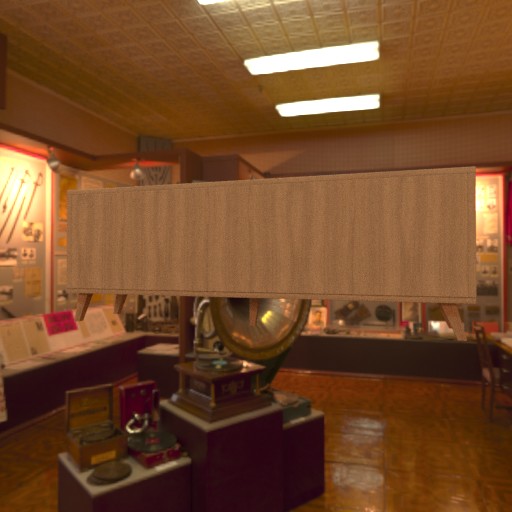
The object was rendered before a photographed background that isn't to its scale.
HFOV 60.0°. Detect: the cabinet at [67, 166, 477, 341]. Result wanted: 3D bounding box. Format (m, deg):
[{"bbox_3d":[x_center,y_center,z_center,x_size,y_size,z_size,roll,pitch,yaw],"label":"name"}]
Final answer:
[{"bbox_3d":[0.000,0.000,2.525,2.198,0.779,0.499,0,-1,18],"label":"cabinet"}]
